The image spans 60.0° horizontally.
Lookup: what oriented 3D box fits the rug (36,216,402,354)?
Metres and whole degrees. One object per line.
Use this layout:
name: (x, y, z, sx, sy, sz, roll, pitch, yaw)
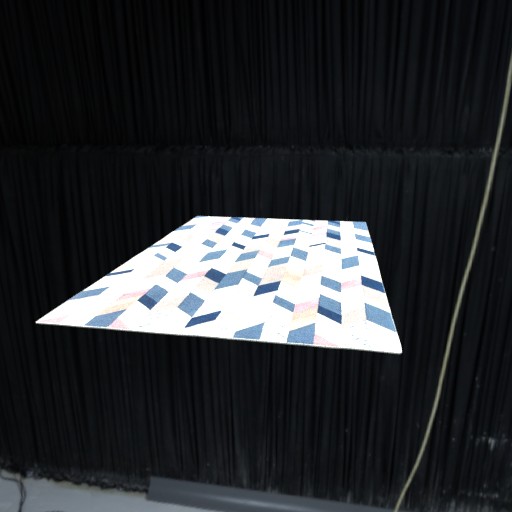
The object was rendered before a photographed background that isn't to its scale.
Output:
rug: (0.000, 0.000, 2.258, 1.202, 0.006, 1.813, 3, 17, 10)
